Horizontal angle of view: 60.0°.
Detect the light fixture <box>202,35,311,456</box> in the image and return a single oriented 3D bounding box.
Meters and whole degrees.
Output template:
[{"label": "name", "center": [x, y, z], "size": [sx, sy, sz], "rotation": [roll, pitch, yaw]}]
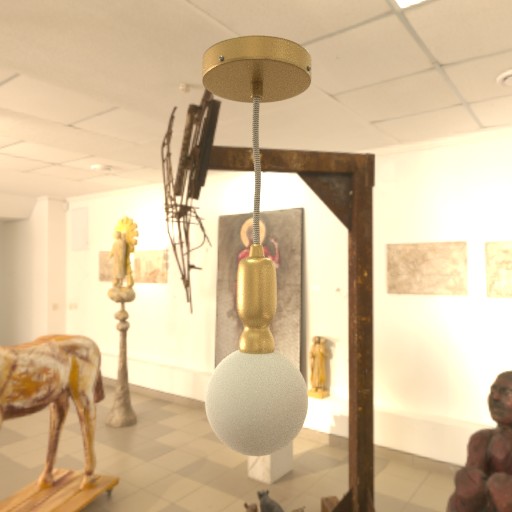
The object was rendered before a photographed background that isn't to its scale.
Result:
[{"label": "light fixture", "center": [0.000, 0.000, 0.580], "size": [0.147, 0.510, 0.146], "rotation": [-1, -1, 36]}]
